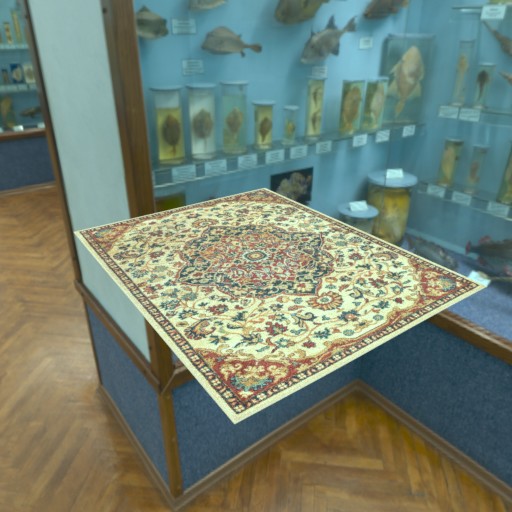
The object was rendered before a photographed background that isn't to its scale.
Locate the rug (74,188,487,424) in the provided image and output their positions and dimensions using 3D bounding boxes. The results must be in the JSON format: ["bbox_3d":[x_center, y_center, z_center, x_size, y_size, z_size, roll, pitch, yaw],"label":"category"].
[{"bbox_3d":[0.000,0.000,4.095,2.454,0.005,3.067,-18,32,-31],"label":"rug"}]
